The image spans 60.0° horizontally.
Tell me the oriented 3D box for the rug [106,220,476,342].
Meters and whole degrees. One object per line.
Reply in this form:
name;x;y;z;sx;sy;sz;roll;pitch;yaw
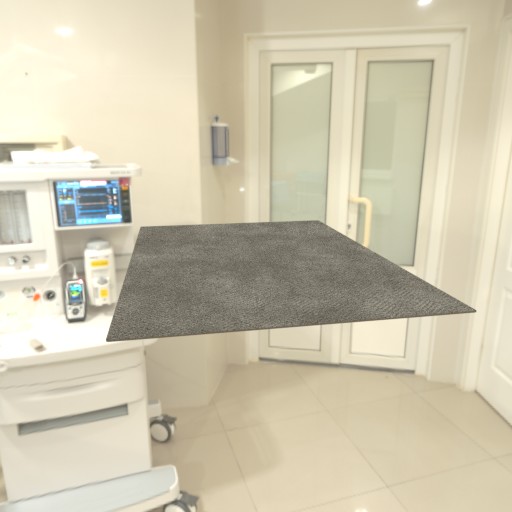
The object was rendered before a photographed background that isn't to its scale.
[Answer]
rug;0.000;0.000;2.905;1.600;0.008;2.235;-3;16;-10
